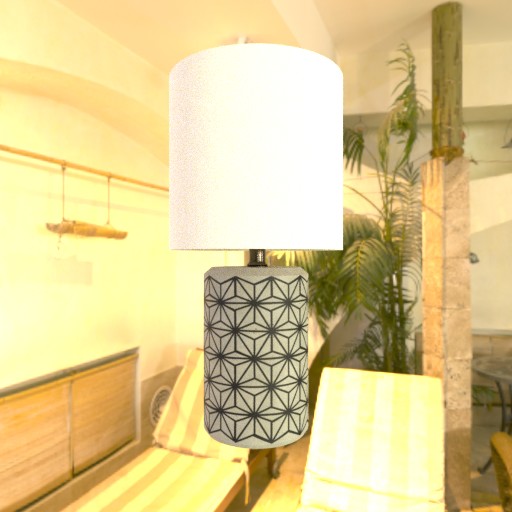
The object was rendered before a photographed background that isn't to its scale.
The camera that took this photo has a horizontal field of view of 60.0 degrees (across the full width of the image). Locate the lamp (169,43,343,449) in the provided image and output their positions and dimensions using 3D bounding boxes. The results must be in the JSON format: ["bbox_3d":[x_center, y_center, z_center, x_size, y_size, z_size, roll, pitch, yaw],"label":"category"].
[{"bbox_3d":[0.000,0.000,0.536,0.206,0.416,0.206,0,0,20],"label":"lamp"}]
